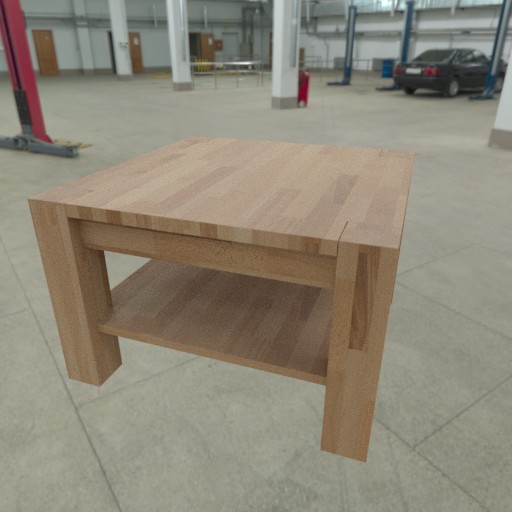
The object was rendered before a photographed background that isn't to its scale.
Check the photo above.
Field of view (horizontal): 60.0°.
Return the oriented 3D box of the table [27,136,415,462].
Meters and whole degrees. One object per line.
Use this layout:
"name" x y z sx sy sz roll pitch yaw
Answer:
"table" 0.000 0.000 1.154 0.700 0.451 0.700 9 27 18
